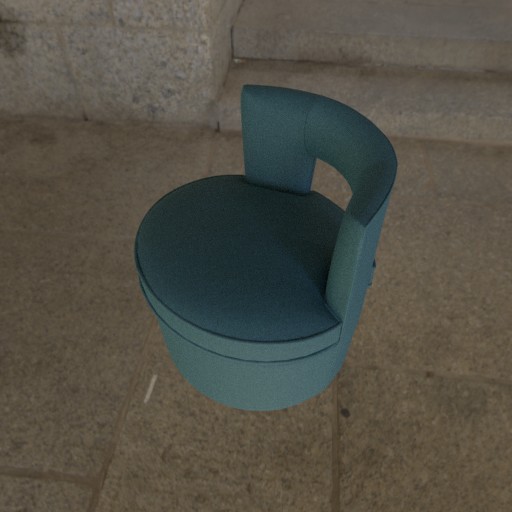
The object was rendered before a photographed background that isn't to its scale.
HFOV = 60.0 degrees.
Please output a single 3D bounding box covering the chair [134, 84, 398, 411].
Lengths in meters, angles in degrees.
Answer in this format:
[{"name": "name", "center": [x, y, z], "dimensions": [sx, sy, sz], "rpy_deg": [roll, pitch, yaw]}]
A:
[{"name": "chair", "center": [0.000, 0.000, 1.264], "dimensions": [0.660, 0.711, 0.684], "rpy_deg": [-16, 48, -15]}]
